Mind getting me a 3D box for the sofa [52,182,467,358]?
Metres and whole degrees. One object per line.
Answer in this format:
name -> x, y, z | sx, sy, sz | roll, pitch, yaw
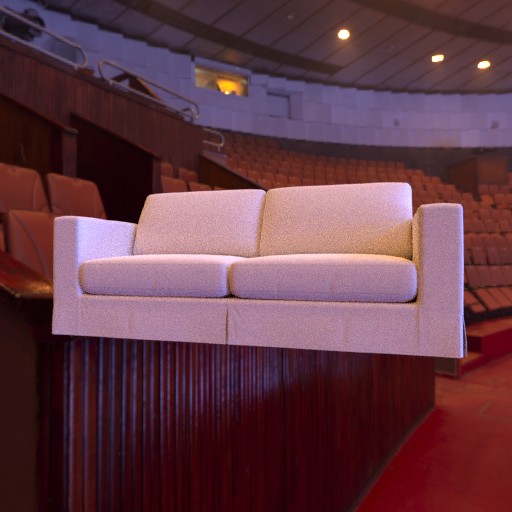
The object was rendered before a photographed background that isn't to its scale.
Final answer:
sofa -> 0.000, 0.000, 2.644 | 2.163, 0.881, 0.954 | 0, 0, 17
